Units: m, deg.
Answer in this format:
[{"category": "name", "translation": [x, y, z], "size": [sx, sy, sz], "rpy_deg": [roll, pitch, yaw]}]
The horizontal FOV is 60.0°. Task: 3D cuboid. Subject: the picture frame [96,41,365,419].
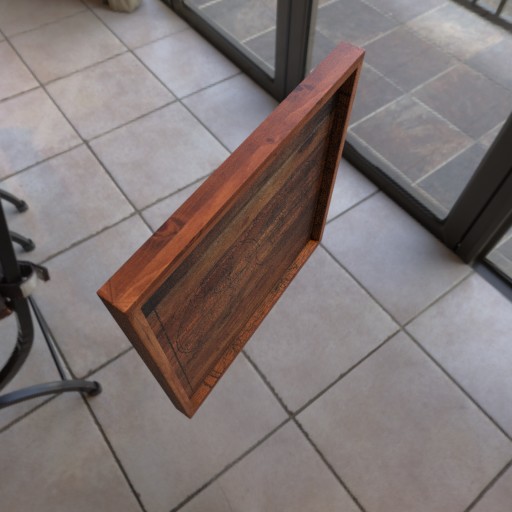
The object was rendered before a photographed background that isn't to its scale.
[{"category": "picture frame", "translation": [0.000, 0.000, 0.530], "size": [0.028, 0.356, 0.352], "rpy_deg": [31, 64, 17]}]
